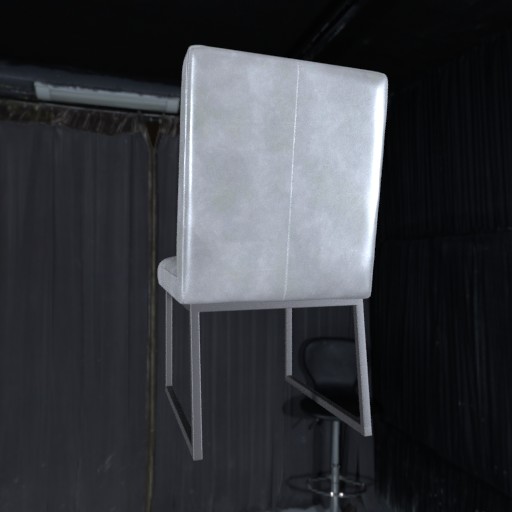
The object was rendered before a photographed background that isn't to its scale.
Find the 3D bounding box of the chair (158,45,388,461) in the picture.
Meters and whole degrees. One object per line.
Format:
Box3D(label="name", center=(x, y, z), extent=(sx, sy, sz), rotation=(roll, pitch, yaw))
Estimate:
Box3D(label="chair", center=(0.000, 0.000, 1.318), extent=(0.520, 0.930, 0.634), rotation=(0, 0, -18))
